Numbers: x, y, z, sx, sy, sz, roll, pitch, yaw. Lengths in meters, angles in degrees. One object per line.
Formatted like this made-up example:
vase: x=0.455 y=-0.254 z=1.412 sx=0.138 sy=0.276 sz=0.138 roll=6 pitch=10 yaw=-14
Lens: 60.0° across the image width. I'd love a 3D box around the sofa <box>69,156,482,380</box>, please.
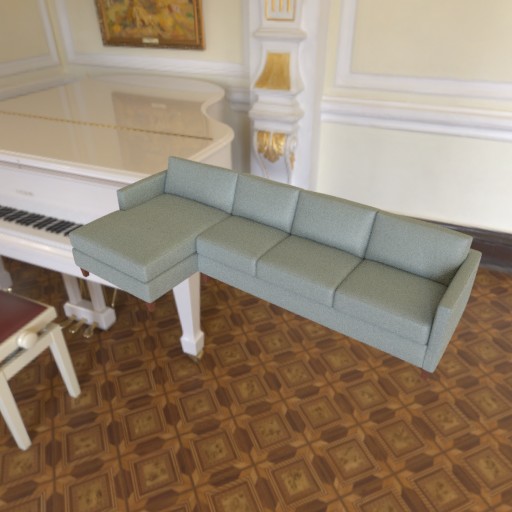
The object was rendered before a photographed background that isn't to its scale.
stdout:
sofa: x=0.000 y=0.000 z=4.074 sx=3.470 sy=0.953 sz=1.600 roll=21 pitch=38 yaw=29
